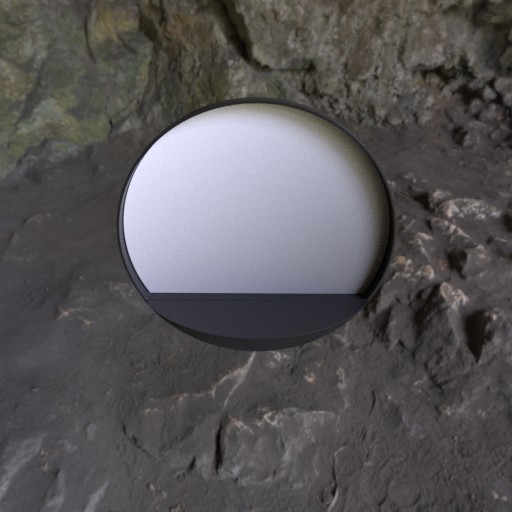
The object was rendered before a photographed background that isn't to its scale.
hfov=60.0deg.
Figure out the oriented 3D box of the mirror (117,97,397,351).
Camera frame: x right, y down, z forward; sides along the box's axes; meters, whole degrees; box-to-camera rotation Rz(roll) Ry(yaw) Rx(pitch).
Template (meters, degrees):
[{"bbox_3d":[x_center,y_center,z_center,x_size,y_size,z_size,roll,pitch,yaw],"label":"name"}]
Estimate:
[{"bbox_3d":[0.000,0.000,0.698,0.457,0.457,0.133,0,29,1],"label":"mirror"}]
